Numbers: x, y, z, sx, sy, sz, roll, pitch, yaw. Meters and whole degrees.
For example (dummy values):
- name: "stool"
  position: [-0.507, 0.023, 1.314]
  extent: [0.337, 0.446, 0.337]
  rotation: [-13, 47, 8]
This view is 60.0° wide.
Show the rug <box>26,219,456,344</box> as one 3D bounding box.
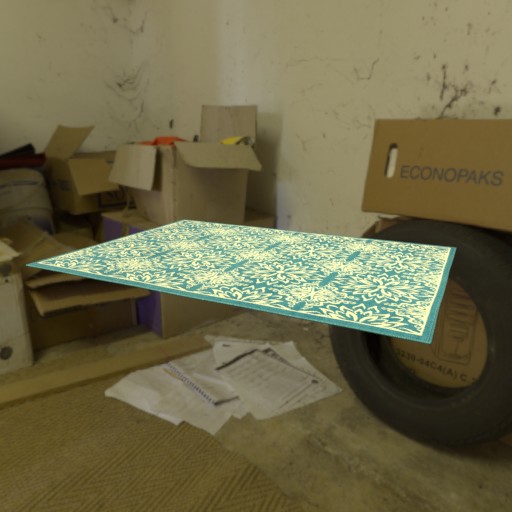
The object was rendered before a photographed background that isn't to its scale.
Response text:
- name: "rug"
  position: [0.000, 0.000, 2.755]
  extent: [2.205, 0.012, 1.554]
  rotation: [8, 17, 26]
